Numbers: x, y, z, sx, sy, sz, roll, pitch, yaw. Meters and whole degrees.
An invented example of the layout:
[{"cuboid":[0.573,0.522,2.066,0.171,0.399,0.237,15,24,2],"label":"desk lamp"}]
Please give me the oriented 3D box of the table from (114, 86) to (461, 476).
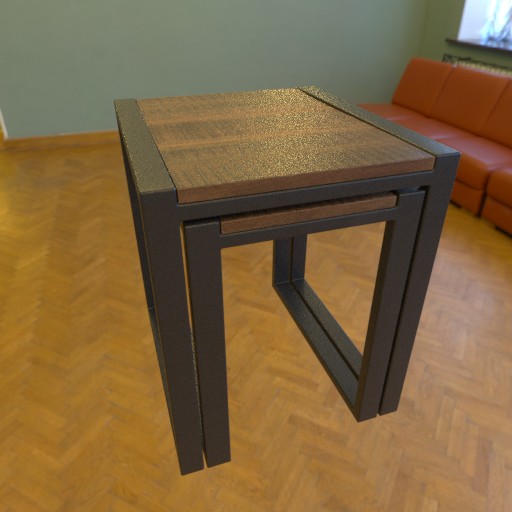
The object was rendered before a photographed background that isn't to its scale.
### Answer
[{"cuboid":[0.000,0.000,0.912,0.449,0.550,0.500,-10,33,-16],"label":"table"}]
